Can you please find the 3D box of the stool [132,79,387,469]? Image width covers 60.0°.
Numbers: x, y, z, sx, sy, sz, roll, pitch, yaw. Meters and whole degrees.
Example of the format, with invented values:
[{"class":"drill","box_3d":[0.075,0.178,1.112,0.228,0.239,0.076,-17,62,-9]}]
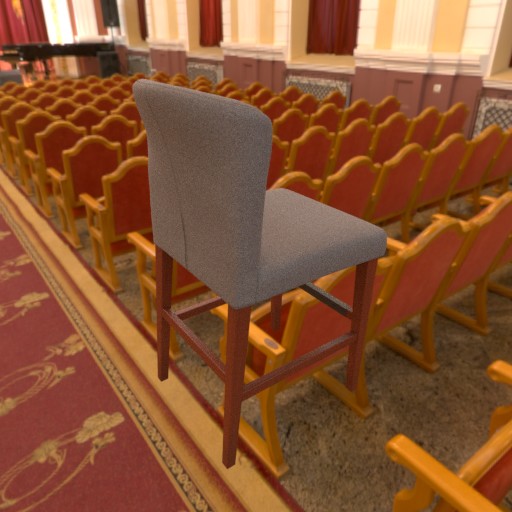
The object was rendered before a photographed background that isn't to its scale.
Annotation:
[{"class":"stool","box_3d":[0.000,0.000,1.274,0.568,0.968,0.481,-18,32,-31]}]
